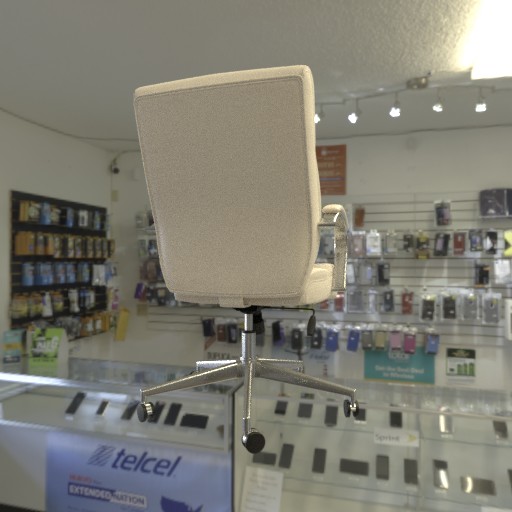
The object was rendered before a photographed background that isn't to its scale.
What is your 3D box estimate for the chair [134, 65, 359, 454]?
[{"bbox_3d":[0.000,0.000,1.602,0.727,1.099,0.745,0,0,18],"label":"chair"}]
